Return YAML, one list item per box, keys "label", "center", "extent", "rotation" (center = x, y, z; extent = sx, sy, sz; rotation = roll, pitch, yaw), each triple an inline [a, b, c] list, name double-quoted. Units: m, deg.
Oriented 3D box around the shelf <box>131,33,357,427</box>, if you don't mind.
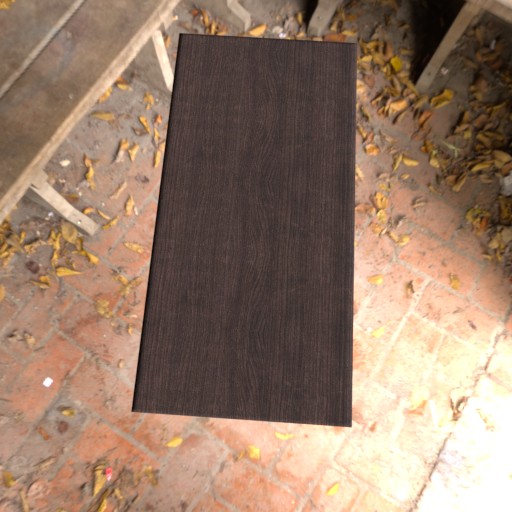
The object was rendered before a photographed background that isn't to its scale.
- label: "shelf"
  center: [0.000, 0.000, 1.257]
  extent: [0.390, 0.786, 0.790]
  rotation: [4, 76, 1]
